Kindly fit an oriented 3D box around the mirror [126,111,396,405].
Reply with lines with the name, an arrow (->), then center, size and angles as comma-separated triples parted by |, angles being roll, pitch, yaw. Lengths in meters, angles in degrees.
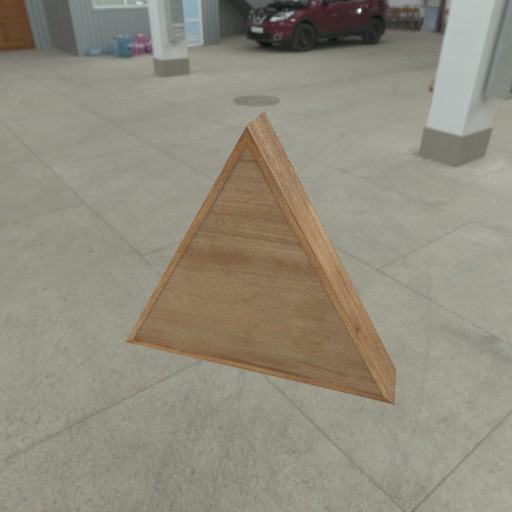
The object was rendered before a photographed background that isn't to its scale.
mirror -> 0.000, 0.000, 0.892 | 0.631, 0.548, 0.100 | 9, 33, 15
